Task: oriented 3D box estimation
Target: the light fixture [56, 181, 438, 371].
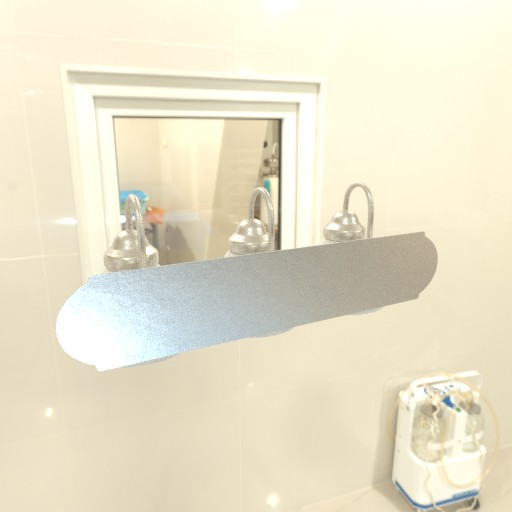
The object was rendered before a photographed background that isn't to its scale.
[{"bbox_3d":[0.000,0.000,0.710,0.610,0.222,0.199,-8,17,-27],"label":"light fixture"}]
